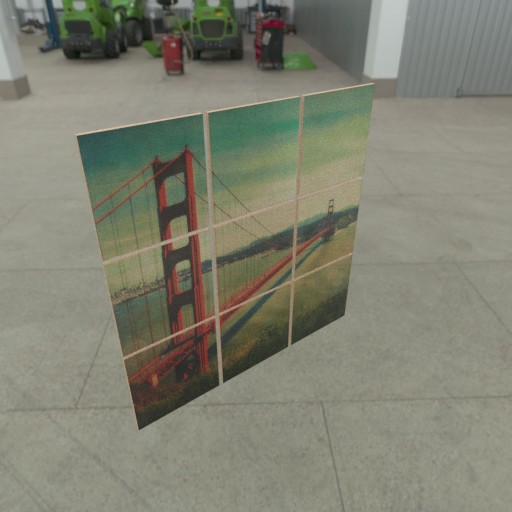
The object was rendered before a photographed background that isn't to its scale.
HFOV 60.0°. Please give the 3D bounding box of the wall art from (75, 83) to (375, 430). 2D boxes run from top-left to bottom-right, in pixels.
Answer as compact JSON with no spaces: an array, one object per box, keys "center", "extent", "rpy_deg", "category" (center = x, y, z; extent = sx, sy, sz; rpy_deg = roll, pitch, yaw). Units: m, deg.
[{"center":[0.000,0.000,1.368],"extent":[0.917,0.910,0.012],"rpy_deg":[-22,37,-31],"category":"wall art"}]
